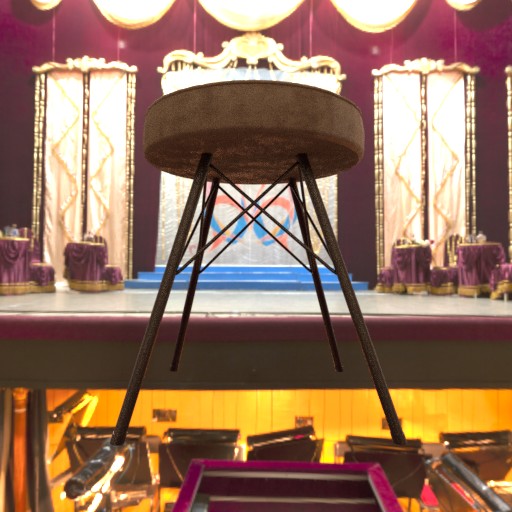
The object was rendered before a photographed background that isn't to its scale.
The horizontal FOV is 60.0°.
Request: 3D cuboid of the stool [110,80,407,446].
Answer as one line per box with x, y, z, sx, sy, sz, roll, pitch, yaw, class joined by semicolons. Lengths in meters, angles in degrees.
0.000;0.000;0.849;0.423;0.538;0.457;0;-2;0;stool
